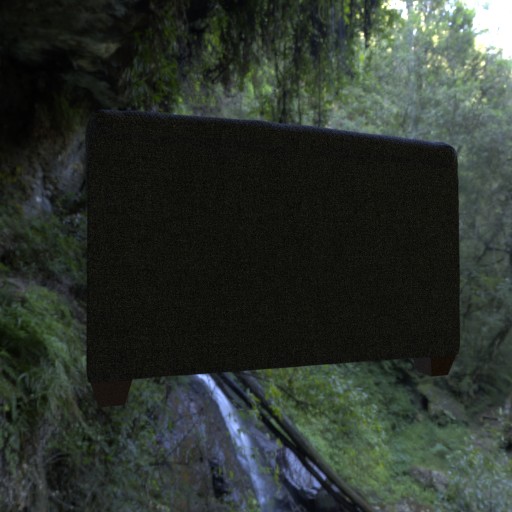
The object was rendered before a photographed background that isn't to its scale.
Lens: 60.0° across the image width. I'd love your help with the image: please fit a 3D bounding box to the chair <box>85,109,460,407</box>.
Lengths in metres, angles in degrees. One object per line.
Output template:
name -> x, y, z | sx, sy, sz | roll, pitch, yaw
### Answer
chair -> 0.000, 0.000, 1.983 | 1.383, 0.948, 1.000 | 0, -1, -18
